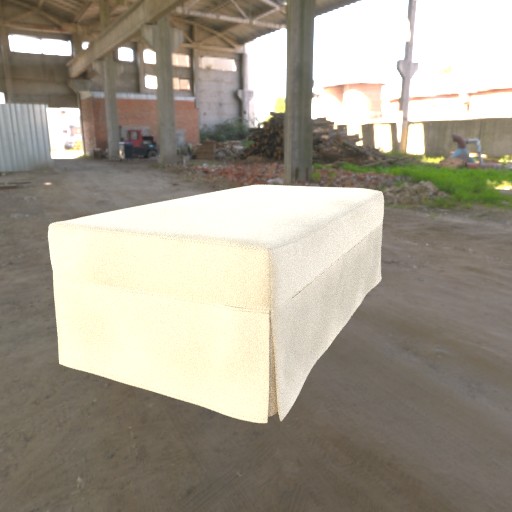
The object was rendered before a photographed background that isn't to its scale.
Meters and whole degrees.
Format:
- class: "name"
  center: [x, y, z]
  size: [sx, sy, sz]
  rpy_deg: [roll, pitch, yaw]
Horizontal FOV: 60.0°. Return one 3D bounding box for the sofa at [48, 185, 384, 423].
- class: "sofa"
  center: [0.000, 0.000, 2.131]
  size: [0.939, 0.552, 1.677]
  rpy_deg: [7, 16, 25]
